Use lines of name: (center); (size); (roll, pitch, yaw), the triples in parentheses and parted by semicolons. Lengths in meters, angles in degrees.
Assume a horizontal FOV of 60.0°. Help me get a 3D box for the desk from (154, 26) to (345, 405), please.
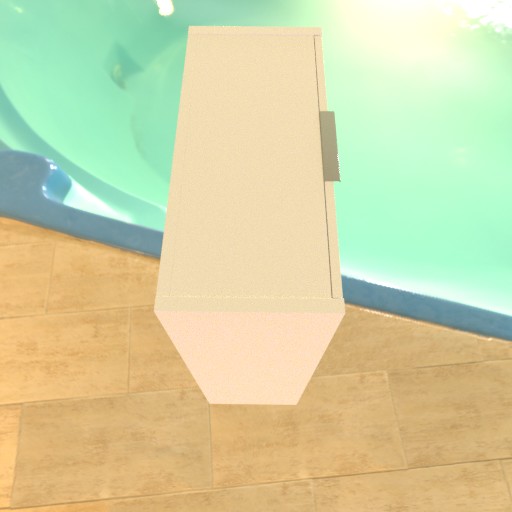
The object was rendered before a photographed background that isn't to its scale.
desk: (0.000, 0.000, 1.590); (0.390, 1.190, 0.850); (1, 63, 0)
